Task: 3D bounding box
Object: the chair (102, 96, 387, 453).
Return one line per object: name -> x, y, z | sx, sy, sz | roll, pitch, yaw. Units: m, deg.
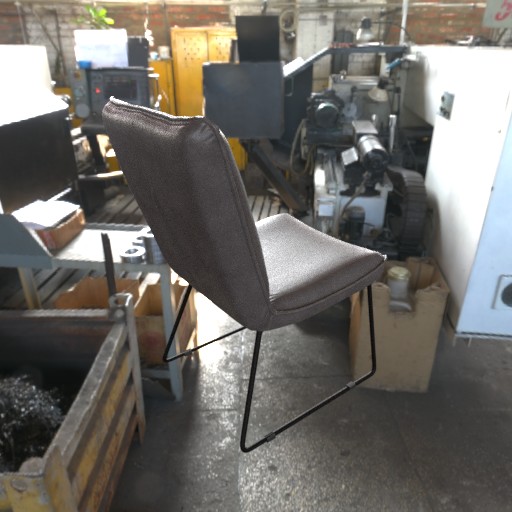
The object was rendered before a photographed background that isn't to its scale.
chair -> 0.000, 0.000, 1.360 | 0.688, 0.932, 0.515 | -18, 31, -33
